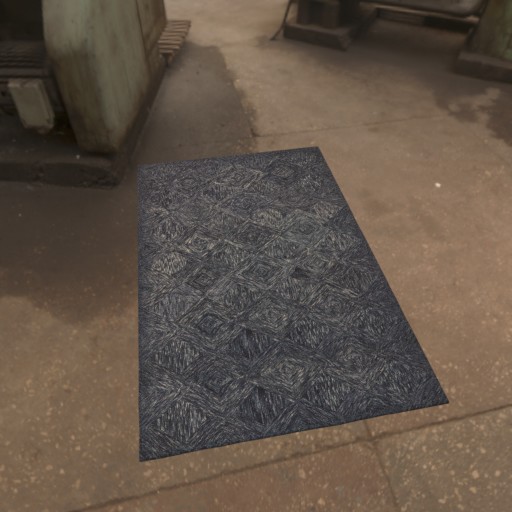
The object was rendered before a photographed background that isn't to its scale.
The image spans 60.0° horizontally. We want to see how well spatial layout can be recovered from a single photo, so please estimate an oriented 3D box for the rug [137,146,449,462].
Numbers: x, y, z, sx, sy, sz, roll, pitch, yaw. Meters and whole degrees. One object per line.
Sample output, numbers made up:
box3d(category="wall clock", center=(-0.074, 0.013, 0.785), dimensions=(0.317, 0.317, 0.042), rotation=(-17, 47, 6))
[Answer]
box3d(category="rug", center=(0.000, 0.000, 2.168), dimensions=(1.139, 0.010, 1.754), rotation=(-8, 47, -7))
